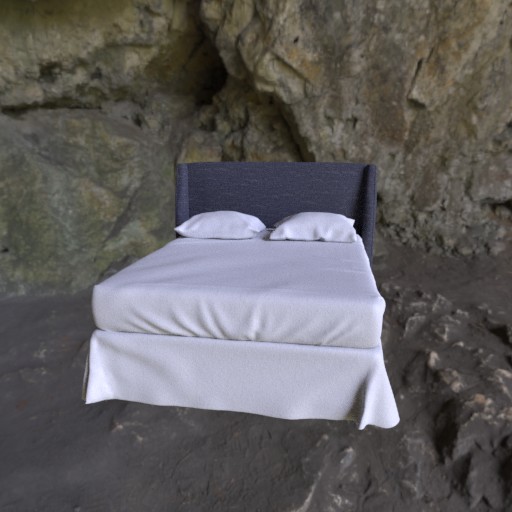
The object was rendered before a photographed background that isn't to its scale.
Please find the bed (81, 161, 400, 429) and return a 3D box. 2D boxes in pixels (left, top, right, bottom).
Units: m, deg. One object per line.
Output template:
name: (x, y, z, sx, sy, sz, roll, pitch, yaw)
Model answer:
bed: (0.000, 0.000, 3.370, 1.925, 1.332, 2.276, 2, 14, 9)
